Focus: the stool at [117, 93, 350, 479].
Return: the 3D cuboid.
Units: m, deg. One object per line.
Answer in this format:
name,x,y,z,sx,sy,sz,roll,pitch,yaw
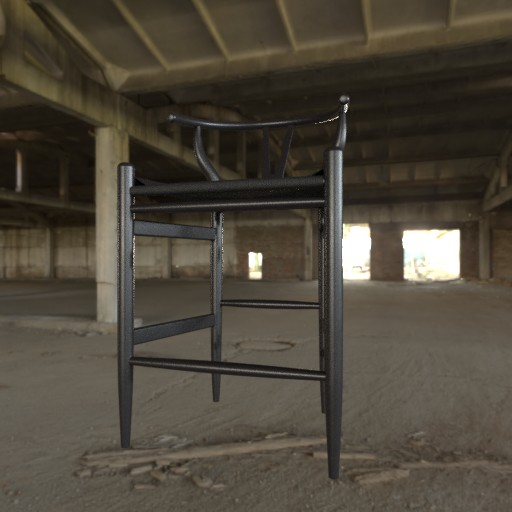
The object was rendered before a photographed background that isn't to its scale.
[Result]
stool,0.000,0.000,1.306,0.569,0.970,0.579,0,0,18
